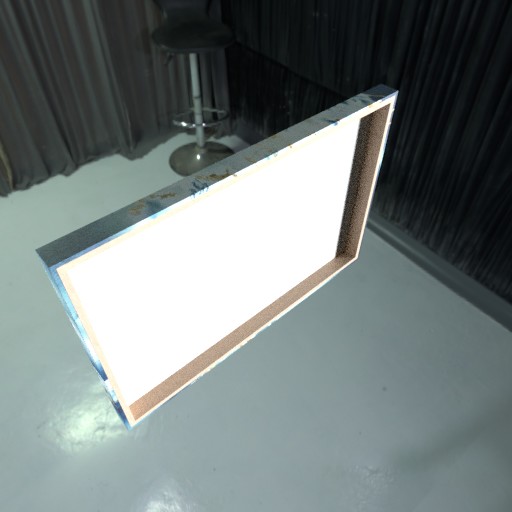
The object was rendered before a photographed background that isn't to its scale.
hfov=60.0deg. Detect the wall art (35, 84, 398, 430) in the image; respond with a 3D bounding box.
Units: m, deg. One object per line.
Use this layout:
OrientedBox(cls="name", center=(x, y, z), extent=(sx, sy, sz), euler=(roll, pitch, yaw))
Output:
OrientedBox(cls="wall art", center=(0.000, 0.000, 0.755), extent=(0.607, 0.405, 0.036), euler=(-33, 54, -28))
